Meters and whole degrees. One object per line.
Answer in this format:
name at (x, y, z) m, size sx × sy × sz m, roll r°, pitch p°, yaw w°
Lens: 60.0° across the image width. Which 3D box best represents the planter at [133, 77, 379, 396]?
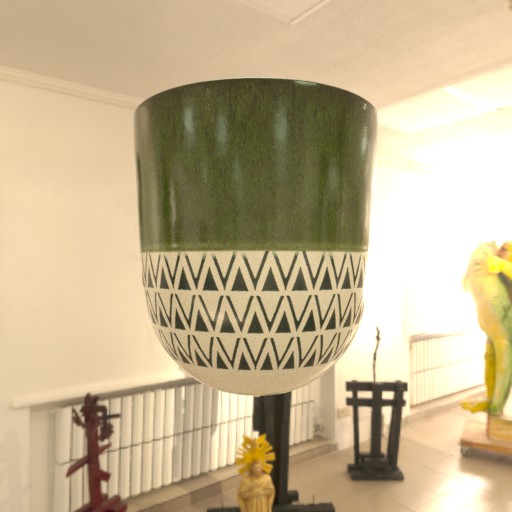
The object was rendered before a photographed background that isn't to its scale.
planter at (0.000, 0.000, 0.458) m, size 0.245 × 0.270 × 0.245 m, roll 0°, pitch -1°, yaw 0°
